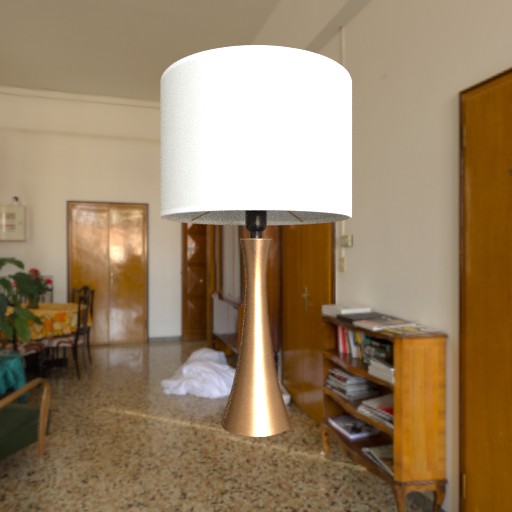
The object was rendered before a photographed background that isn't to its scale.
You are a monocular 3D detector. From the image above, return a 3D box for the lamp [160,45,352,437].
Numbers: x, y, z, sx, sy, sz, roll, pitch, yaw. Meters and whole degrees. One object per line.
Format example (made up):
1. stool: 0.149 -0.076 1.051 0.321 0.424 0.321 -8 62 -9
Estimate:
1. lamp: 0.000 0.000 0.636 0.268 0.479 0.268 0 0 37
